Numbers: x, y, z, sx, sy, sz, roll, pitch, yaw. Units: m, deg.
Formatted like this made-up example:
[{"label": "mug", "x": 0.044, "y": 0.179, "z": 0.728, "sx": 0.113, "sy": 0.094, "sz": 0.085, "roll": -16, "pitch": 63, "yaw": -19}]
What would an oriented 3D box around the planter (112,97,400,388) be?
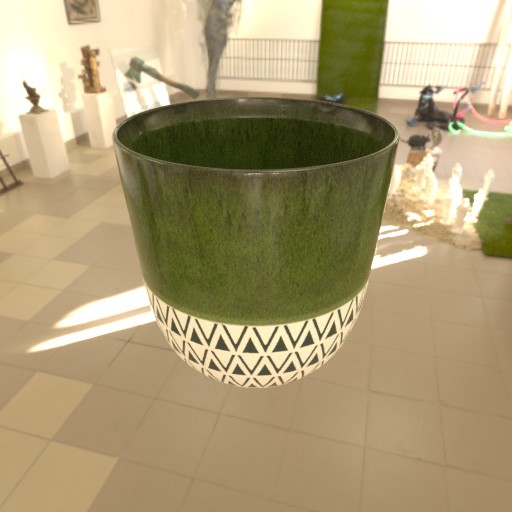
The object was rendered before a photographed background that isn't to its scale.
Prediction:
[{"label": "planter", "x": 0.000, "y": 0.000, "z": 0.459, "sx": 0.245, "sy": 0.270, "sz": 0.245, "roll": 0, "pitch": 30, "yaw": 0}]
